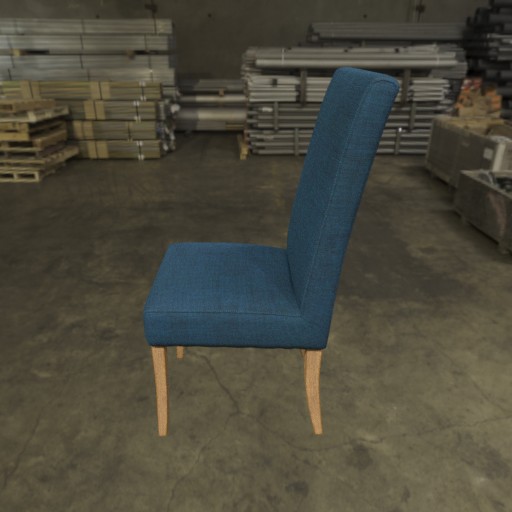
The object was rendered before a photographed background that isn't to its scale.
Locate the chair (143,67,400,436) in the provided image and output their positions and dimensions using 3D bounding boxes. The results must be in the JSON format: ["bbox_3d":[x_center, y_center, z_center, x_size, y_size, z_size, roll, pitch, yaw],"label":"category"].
[{"bbox_3d":[0.000,0.000,1.330,0.610,1.029,0.450,0,25,-1],"label":"chair"}]
